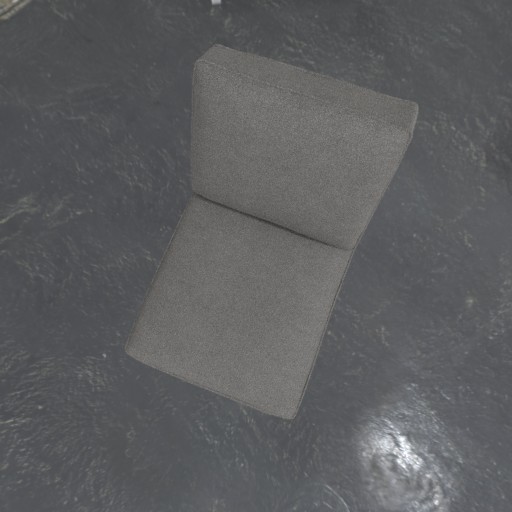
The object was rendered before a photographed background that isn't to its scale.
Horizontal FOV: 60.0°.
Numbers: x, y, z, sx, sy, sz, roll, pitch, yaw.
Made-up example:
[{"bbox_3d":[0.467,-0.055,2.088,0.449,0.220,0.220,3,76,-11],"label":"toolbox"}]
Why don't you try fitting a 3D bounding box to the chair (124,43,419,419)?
[{"bbox_3d":[0.000,0.000,1.516,0.621,0.970,0.938,20,76,5],"label":"chair"}]
